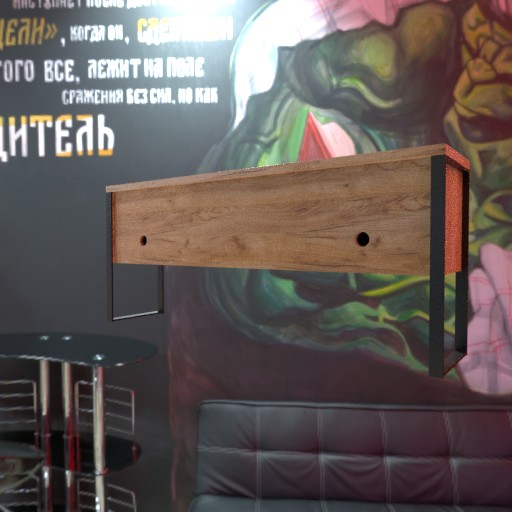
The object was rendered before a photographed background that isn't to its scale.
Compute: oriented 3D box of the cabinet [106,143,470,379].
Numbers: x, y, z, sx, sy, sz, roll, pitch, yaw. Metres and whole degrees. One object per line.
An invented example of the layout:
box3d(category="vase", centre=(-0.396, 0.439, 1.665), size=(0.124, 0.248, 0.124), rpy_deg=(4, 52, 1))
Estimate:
box3d(category="cabinet", centre=(0.000, 0.000, 2.124), size=(1.800, 0.762, 0.395), rpy_deg=(1, 2, 36))
